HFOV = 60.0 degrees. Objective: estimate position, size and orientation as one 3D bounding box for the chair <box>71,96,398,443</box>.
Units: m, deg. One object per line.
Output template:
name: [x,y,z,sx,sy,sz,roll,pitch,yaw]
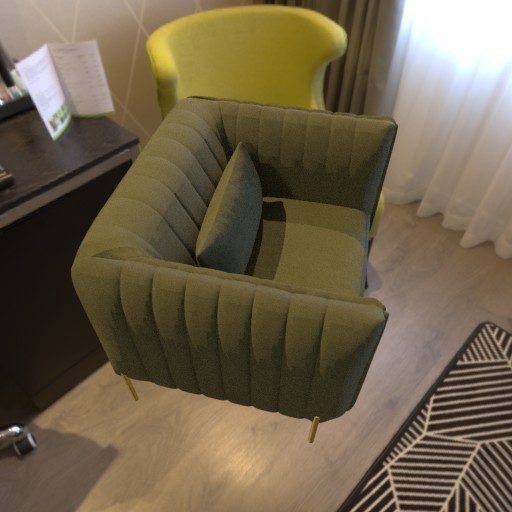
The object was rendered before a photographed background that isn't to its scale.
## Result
chair: [0.000,0.000,1.691,0.877,0.794,1.032,10,49,9]
